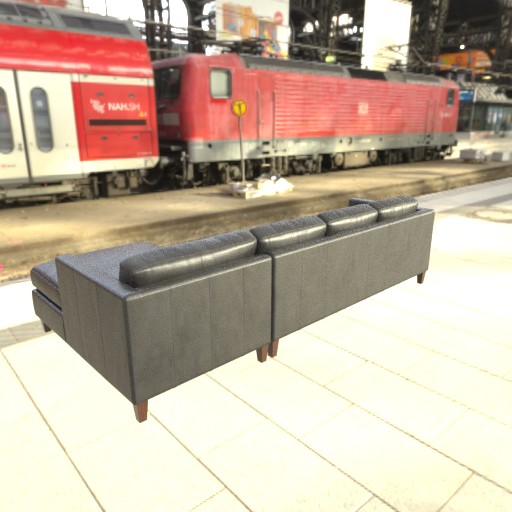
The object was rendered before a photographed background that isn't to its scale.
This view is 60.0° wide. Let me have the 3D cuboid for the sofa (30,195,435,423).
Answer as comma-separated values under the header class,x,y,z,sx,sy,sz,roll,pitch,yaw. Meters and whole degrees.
class,x,y,z,sx,sy,sz,roll,pitch,yaw
sofa,0.000,0.000,3.800,3.203,0.883,1.581,-15,23,-41
